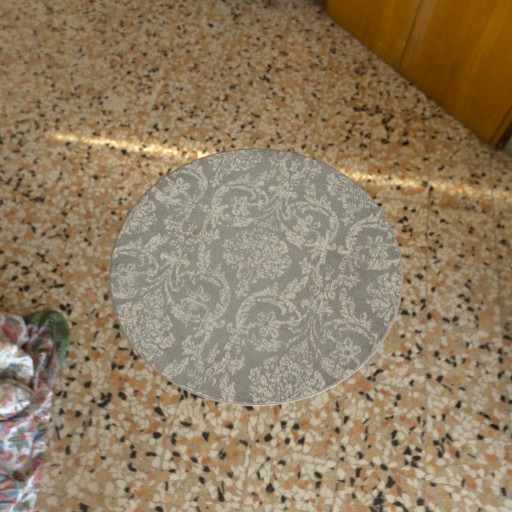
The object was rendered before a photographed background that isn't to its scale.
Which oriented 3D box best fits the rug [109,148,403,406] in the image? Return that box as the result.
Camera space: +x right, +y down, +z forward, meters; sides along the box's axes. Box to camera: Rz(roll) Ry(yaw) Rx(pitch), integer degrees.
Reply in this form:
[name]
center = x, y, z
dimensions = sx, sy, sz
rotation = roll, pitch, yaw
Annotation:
[rug]
center = 0.000, 0.000, 2.436
dimensions = 1.593, 0.012, 1.593
rotation = 0, 60, 0
